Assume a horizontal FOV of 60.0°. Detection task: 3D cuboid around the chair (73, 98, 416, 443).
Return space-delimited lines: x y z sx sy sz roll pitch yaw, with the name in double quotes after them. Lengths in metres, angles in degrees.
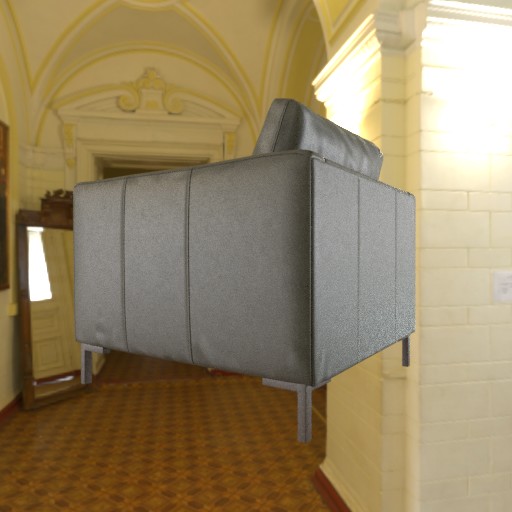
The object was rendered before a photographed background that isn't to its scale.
0.000 0.000 1.486 0.861 0.824 0.967 0 0 34 "chair"
